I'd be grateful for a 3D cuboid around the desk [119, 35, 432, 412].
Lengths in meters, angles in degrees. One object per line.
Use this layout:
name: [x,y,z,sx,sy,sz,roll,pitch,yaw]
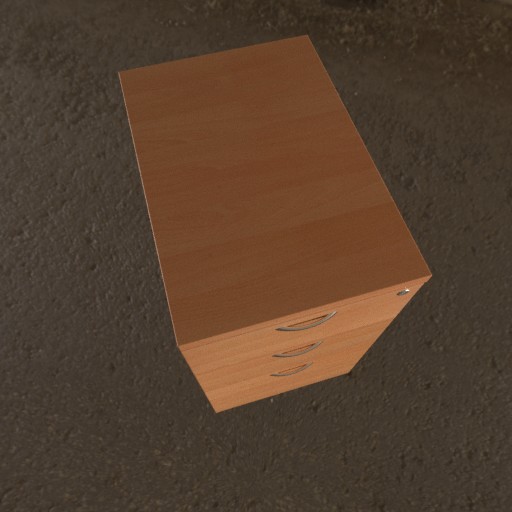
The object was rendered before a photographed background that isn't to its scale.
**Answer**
desk: [0.000,0.000,1.115,0.404,0.730,0.600,-15,64,-7]
